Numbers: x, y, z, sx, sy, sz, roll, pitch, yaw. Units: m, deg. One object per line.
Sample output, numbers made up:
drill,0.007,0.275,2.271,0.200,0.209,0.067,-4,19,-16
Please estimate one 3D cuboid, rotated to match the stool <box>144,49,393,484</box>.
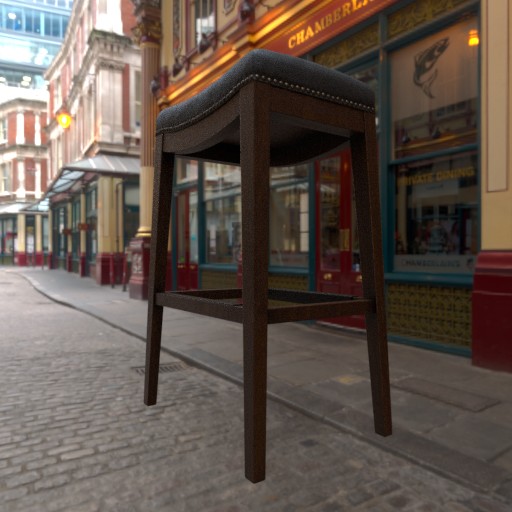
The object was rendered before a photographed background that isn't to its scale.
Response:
stool,0.000,0.000,1.047,0.361,0.765,0.500,0,0,-35
